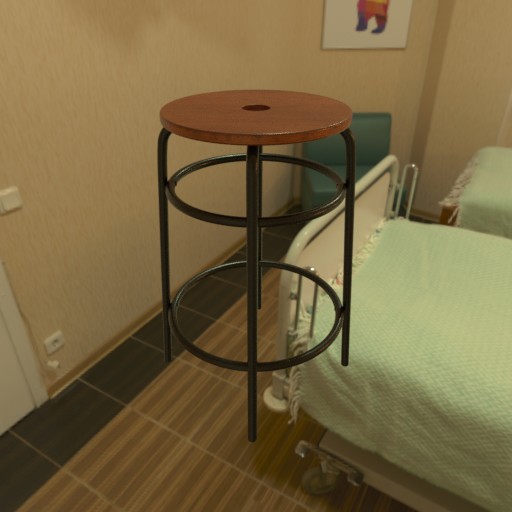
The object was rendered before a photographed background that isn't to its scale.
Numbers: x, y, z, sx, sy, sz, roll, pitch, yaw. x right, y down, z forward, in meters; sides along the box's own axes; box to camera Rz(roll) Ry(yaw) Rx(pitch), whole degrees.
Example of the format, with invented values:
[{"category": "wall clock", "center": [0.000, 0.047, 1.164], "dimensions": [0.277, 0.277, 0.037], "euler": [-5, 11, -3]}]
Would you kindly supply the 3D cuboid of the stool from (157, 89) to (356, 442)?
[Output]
[{"category": "stool", "center": [0.000, 0.000, 0.938], "dimensions": [0.455, 0.610, 0.455], "euler": [1, 31, 2]}]
